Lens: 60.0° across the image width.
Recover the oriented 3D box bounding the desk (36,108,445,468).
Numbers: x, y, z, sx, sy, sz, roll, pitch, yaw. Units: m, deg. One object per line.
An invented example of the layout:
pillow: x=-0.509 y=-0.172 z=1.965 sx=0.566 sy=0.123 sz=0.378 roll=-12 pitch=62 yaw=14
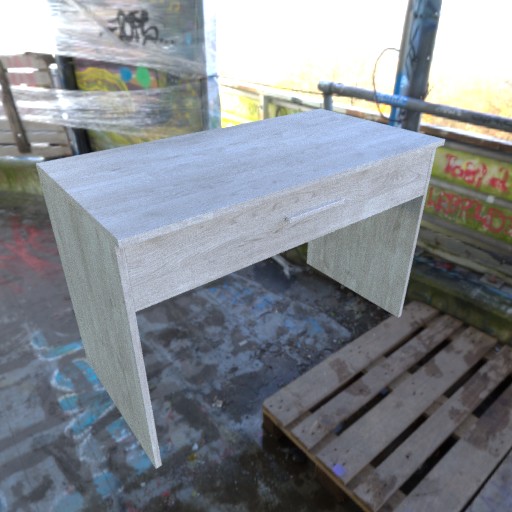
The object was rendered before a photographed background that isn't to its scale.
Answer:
desk: x=0.000 y=0.000 z=1.505 sx=1.100 sy=0.730 sz=0.560 roll=-22 pitch=37 yaw=-32
